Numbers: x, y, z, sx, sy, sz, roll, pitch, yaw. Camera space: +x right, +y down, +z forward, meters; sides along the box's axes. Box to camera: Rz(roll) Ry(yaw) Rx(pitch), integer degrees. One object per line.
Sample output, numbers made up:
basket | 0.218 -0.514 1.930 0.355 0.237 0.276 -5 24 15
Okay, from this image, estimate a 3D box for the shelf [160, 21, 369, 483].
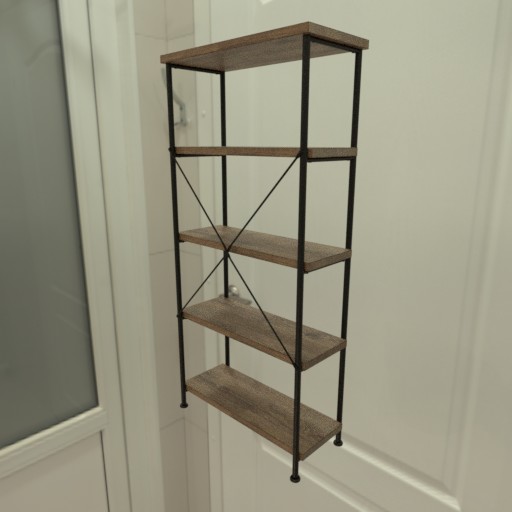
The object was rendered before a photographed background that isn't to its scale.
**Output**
shelf | 0.000 0.000 1.969 0.800 1.700 0.360 14 20 42
